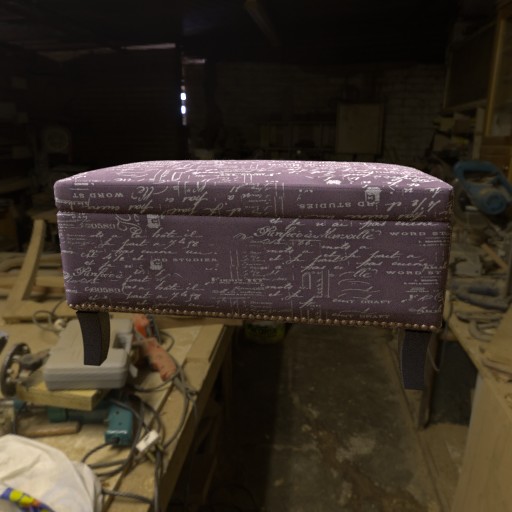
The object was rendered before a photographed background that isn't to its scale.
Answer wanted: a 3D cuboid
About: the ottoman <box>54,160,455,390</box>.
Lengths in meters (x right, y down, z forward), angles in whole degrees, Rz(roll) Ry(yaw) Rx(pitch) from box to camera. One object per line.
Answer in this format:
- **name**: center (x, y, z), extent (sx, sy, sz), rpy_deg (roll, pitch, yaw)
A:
- **ottoman**: center (0.000, 0.000, 1.100), extent (0.813, 0.457, 0.406), rpy_deg (2, 16, 8)
